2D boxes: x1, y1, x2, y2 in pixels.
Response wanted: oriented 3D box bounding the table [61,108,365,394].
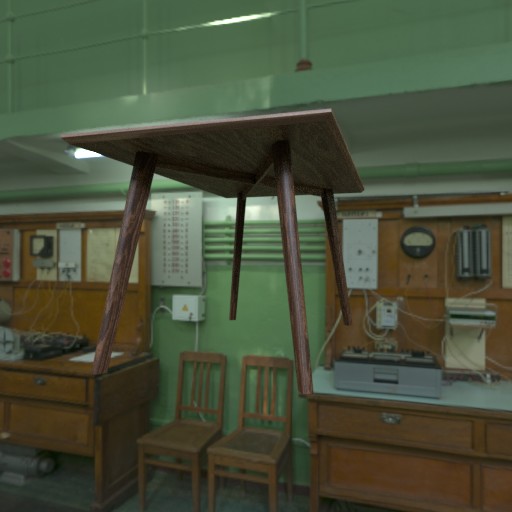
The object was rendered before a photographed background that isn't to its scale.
[{"bbox_3d":[0.000,0.000,1.846,0.801,0.724,1.349,0,0,17],"label":"table"}]
